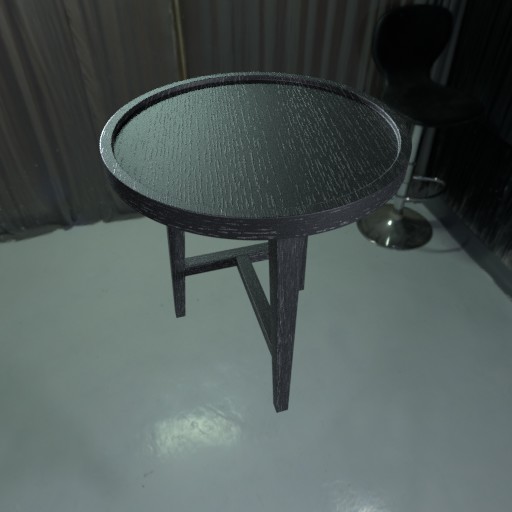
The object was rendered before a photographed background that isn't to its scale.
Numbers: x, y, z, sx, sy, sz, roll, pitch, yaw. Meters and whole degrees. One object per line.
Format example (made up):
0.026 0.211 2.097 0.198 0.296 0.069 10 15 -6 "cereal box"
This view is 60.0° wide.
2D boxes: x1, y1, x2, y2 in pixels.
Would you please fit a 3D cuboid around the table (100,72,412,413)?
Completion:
0.000 0.000 0.738 0.399 0.460 0.399 0 42 0 "table"
